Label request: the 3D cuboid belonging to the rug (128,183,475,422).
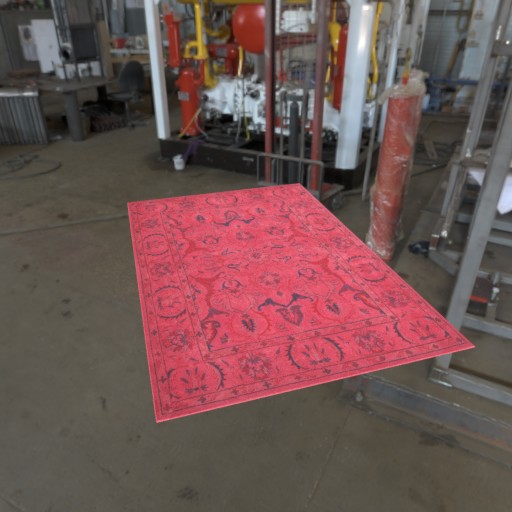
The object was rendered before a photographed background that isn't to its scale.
[{"bbox_3d":[0.000,0.000,2.300,1.209,0.008,1.814,-9,31,-15],"label":"rug"}]
